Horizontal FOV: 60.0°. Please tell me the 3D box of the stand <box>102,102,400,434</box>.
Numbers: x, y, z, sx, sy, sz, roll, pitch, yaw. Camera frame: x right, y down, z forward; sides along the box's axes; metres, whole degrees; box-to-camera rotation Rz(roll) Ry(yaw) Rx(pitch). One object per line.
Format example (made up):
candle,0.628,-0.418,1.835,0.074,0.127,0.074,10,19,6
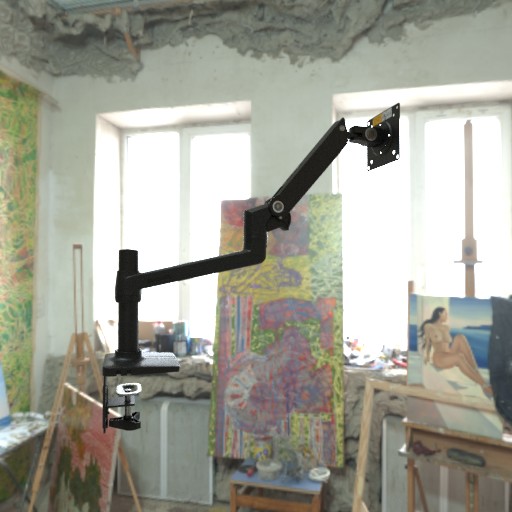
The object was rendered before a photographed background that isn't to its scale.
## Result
stand,0.000,0.000,0.999,0.650,0.713,0.152,0,-1,-16
